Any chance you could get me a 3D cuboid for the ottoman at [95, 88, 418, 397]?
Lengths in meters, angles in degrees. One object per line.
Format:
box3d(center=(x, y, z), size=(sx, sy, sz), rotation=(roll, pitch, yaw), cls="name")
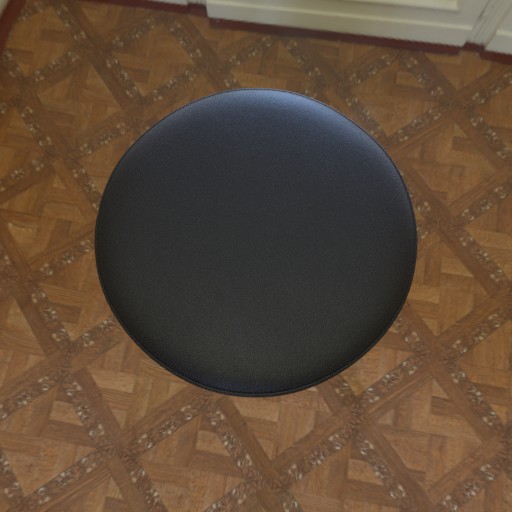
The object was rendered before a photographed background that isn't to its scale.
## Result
box3d(center=(0.000, 0.000, 0.847), size=(0.501, 0.409, 0.501), rotation=(0, 75, 0), cls="ottoman")
